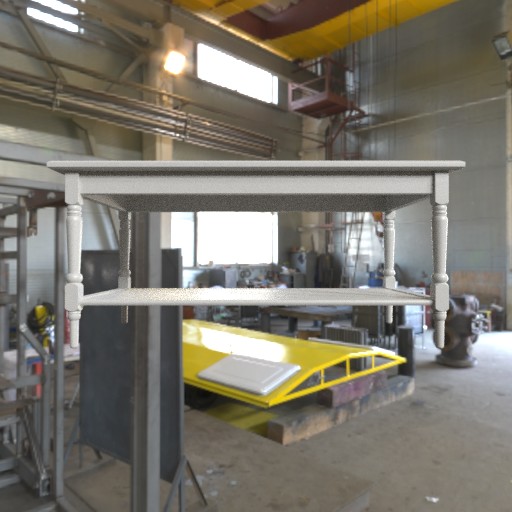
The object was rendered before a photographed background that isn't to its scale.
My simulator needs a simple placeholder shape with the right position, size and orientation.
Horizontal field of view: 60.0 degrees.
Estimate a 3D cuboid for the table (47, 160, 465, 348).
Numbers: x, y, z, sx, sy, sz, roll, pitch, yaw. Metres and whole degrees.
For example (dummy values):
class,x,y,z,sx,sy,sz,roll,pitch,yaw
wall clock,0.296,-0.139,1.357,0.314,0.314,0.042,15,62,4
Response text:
class,x,y,z,sx,sy,sz,roll,pitch,yaw
table,0.000,0.000,1.447,1.109,0.506,0.551,0,0,0
